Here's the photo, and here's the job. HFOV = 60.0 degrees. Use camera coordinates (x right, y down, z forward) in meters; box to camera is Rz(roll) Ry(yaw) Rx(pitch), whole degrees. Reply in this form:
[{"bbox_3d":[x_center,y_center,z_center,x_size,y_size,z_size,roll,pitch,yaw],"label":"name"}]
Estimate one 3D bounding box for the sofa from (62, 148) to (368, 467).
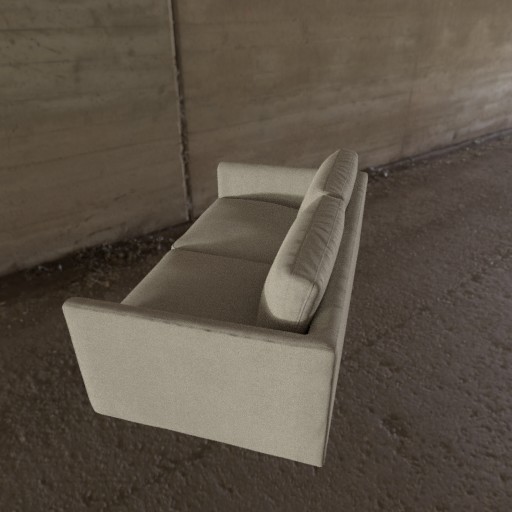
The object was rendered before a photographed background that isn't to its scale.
[{"bbox_3d":[0.000,0.000,2.513,1.091,0.839,1.905,8,31,13],"label":"sofa"}]
